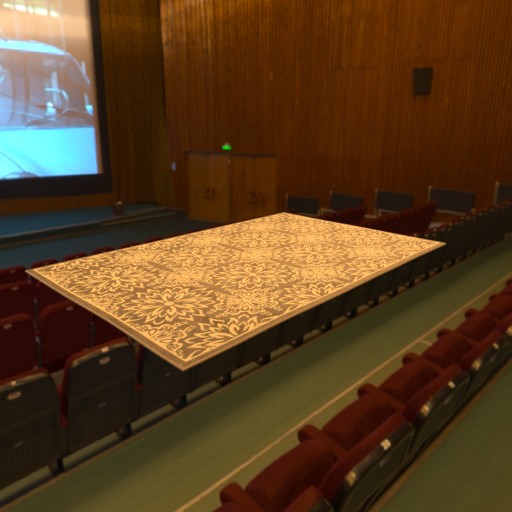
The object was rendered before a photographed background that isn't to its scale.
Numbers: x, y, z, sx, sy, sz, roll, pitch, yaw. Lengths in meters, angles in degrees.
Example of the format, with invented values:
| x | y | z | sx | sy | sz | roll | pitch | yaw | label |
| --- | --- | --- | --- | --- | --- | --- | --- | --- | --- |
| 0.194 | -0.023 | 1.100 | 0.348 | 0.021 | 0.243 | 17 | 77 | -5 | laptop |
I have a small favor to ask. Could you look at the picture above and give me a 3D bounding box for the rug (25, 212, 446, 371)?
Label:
| x | y | z | sx | sy | sz | roll | pitch | yaw | label |
| --- | --- | --- | --- | --- | --- | --- | --- | --- | --- |
| 0.000 | 0.000 | 2.298 | 1.224 | 0.012 | 1.847 | 16 | 24 | 42 | rug |
